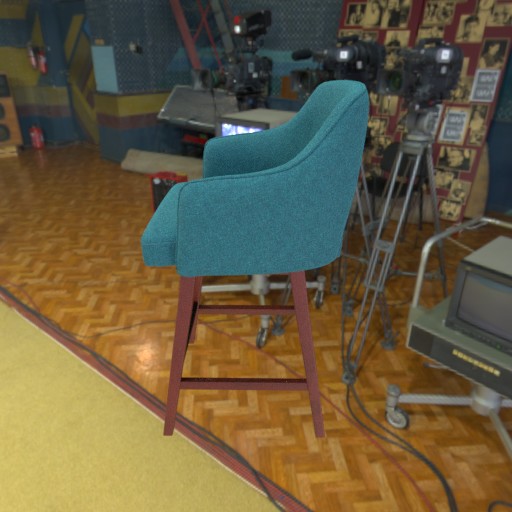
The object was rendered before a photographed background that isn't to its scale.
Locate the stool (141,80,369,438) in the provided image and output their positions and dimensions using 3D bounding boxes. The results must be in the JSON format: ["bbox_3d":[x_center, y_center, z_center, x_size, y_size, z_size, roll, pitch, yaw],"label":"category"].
[{"bbox_3d":[0.000,0.000,1.314,0.556,0.961,0.548,0,26,1],"label":"stool"}]
